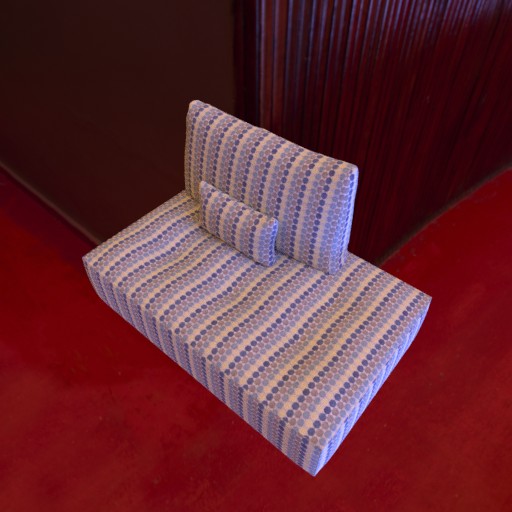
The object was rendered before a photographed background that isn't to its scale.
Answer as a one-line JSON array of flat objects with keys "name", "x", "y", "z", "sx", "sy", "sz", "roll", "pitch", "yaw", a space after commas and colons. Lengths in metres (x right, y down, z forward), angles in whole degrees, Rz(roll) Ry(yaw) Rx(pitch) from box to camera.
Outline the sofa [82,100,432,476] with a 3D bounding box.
[{"name": "sofa", "x": 0.000, "y": 0.000, "z": 2.028, "sx": 1.450, "sy": 0.820, "sz": 1.000, "roll": 32, "pitch": 54, "yaw": 26}]
